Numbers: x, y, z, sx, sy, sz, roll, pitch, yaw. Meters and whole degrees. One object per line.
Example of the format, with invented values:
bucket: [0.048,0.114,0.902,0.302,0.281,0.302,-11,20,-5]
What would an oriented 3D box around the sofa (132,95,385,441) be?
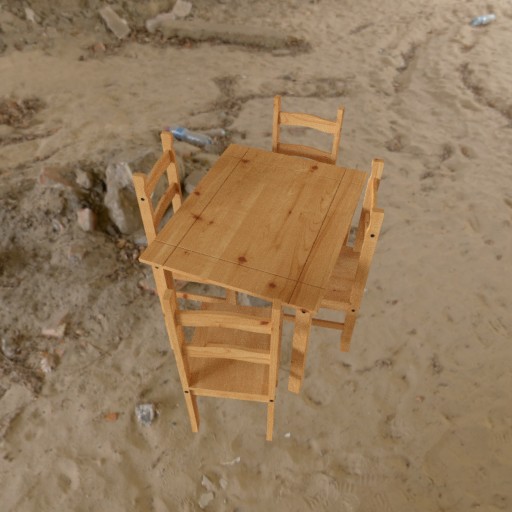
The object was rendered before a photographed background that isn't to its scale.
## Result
sofa: [0.000,0.000,2.277,1.144,1.000,1.529,16,48,15]
